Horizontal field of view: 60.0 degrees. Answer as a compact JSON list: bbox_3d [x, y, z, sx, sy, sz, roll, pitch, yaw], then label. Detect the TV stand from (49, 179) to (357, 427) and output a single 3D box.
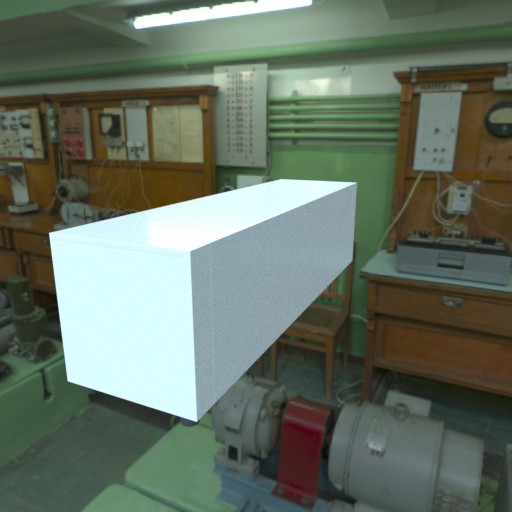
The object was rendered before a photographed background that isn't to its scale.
[{"bbox_3d":[0.000,0.000,1.712,0.410,0.440,1.500,7,17,24],"label":"TV stand"}]
